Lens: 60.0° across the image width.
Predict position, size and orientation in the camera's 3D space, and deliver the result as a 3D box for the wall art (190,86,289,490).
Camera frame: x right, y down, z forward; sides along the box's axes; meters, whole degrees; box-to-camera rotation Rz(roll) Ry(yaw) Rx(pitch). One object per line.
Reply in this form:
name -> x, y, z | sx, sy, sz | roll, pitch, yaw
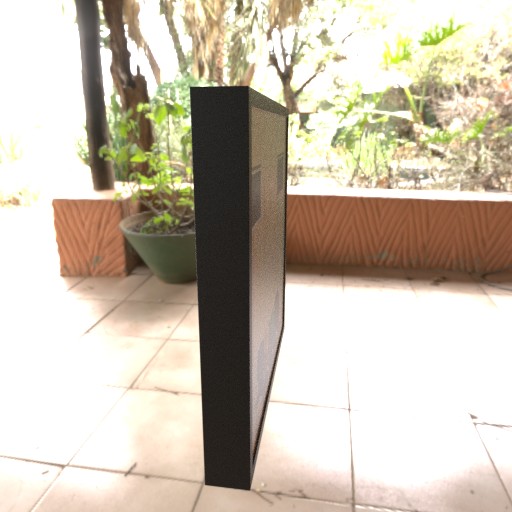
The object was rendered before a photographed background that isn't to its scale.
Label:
wall art -> 0.000, 0.000, 0.460 | 0.038, 0.304, 0.304 | 2, 16, 8
